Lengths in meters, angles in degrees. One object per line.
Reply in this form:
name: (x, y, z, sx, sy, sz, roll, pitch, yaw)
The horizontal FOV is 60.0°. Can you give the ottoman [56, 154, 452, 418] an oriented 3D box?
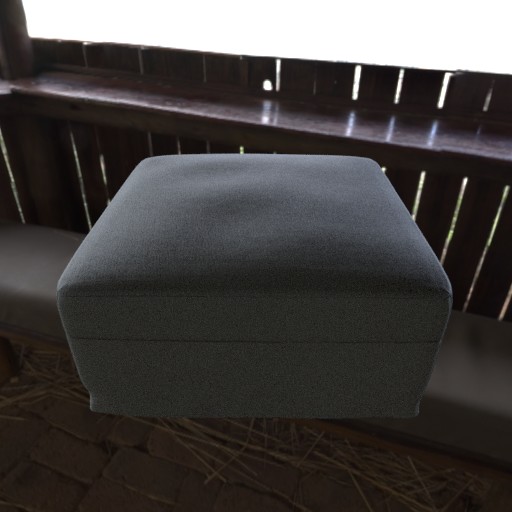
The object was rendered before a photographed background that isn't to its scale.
ottoman: (0.000, 0.000, 1.321, 0.842, 0.441, 0.843, 0, 32, 1)
